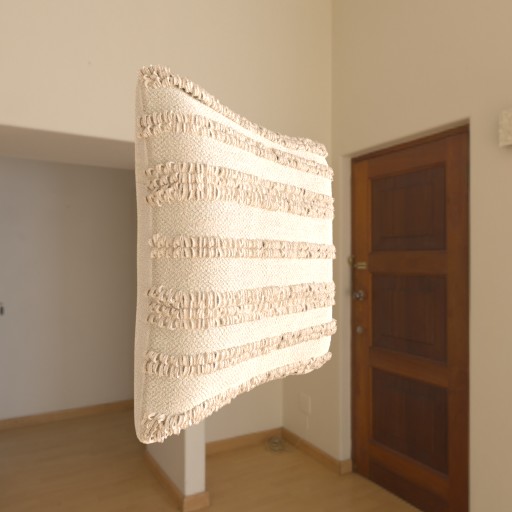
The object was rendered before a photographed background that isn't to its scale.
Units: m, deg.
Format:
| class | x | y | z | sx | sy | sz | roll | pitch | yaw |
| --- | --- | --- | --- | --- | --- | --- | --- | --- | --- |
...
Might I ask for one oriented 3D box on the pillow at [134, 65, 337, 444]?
| class | x | y | z | sx | sy | sz | roll | pitch | yaw |
| --- | --- | --- | --- | --- | --- | --- | --- | --- | --- |
| pillow | 0.000 | 0.000 | 0.656 | 0.145 | 0.427 | 0.437 | 0 | -1 | 35 |
